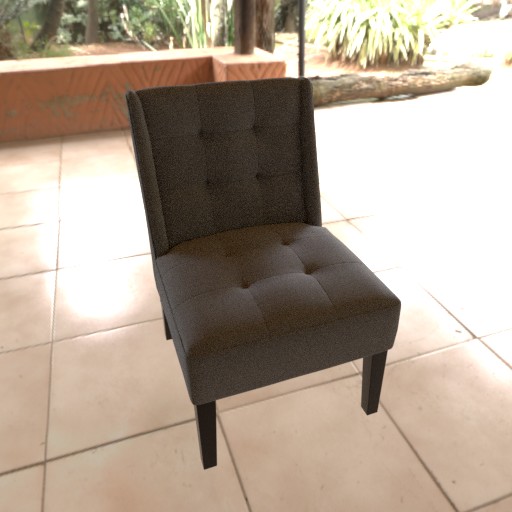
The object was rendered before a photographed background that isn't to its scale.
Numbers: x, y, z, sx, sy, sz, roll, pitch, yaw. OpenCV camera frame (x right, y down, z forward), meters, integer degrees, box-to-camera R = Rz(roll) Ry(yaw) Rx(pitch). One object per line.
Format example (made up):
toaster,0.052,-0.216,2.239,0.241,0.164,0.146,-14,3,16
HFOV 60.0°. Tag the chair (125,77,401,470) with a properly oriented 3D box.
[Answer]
chair,0.000,0.000,1.287,0.569,0.853,0.676,-11,34,-17
